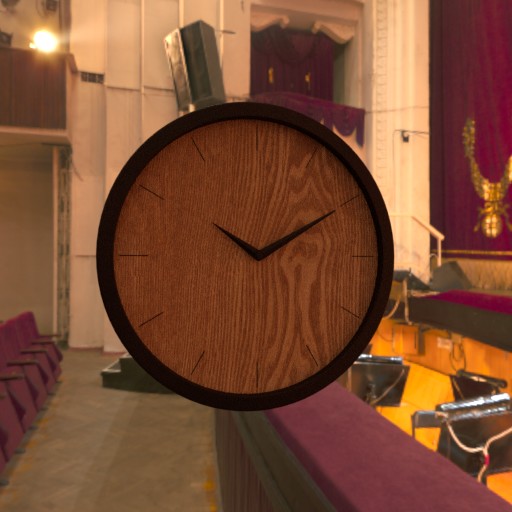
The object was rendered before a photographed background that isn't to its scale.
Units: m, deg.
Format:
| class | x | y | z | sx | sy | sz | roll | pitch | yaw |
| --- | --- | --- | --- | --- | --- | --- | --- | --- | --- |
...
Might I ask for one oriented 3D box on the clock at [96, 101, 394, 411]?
| class | x | y | z | sx | sy | sz | roll | pitch | yaw |
| --- | --- | --- | --- | --- | --- | --- | --- | --- | --- |
| clock | 0.000 | 0.000 | 0.463 | 0.314 | 0.314 | 0.029 | 0 | -1 | -16 |
